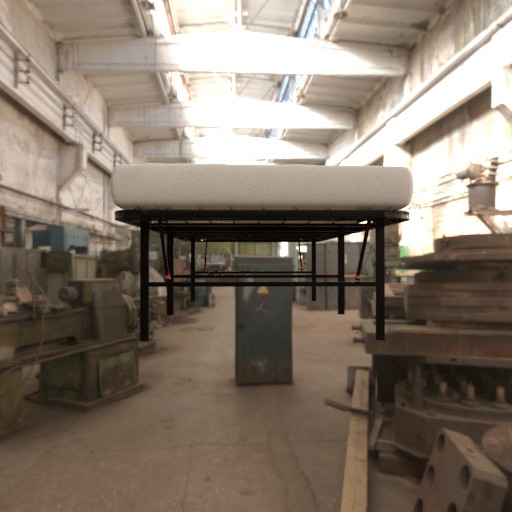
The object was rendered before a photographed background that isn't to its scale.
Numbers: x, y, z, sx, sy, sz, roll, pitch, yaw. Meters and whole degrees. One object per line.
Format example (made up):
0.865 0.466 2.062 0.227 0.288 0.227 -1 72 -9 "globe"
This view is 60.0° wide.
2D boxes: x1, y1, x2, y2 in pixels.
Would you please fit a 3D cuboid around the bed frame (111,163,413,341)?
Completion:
0.000 0.000 2.344 0.989 0.619 1.903 0 0 -2 "bed frame"
